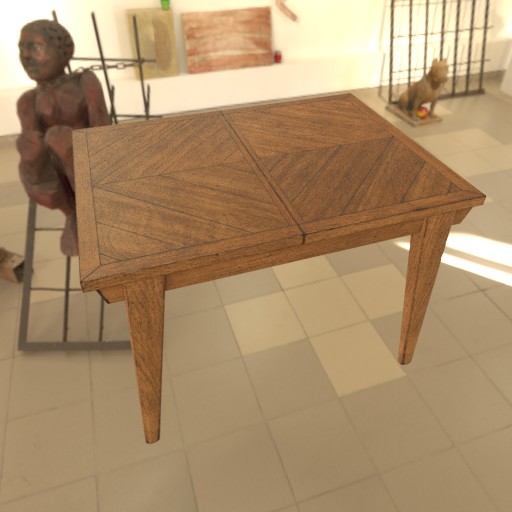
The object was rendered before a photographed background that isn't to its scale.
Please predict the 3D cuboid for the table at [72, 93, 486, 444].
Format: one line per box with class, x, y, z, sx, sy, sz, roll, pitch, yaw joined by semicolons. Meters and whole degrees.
table;0.000;0.000;1.563;1.027;0.760;0.757;-12;42;-14
